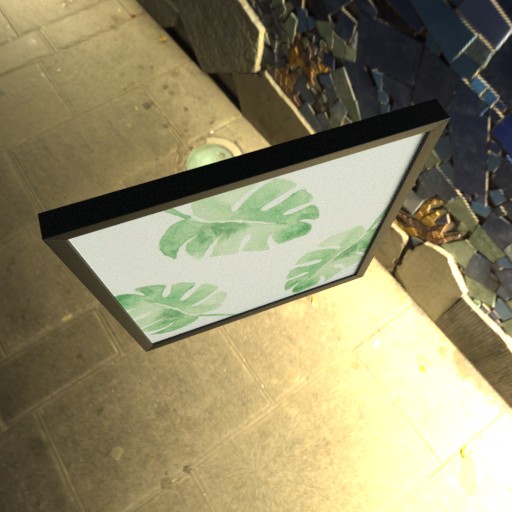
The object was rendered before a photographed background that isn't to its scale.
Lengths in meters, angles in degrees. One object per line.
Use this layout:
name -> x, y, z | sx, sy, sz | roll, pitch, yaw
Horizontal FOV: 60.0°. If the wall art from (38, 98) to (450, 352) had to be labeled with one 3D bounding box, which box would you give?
wall art -> 0.000, 0.000, 0.754 | 0.508, 0.508, 0.036 | -18, 66, -9
